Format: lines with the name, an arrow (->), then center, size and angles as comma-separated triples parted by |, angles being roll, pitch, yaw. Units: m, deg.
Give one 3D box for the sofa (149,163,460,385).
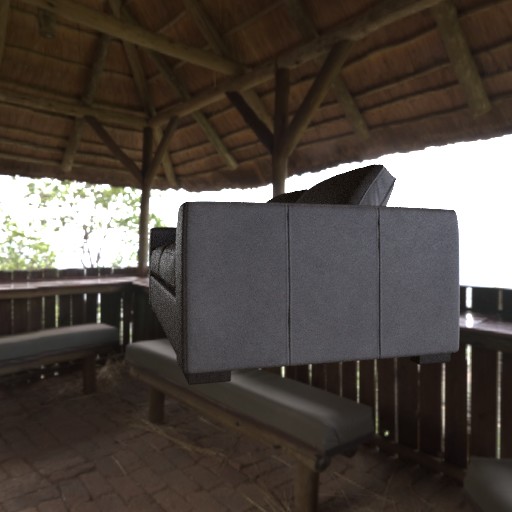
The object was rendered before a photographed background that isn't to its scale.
sofa -> 0.000, 0.000, 2.428 | 1.070, 0.800, 1.920 | 0, 1, -17
